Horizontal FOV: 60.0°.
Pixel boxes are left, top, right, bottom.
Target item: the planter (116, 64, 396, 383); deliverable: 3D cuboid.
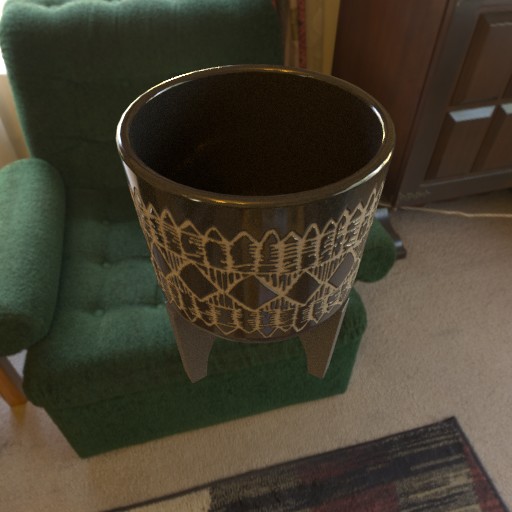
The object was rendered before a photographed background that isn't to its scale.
[{"bbox_3d":[0.000,0.000,0.528,0.251,0.355,0.251,-24,50,-22],"label":"planter"}]
